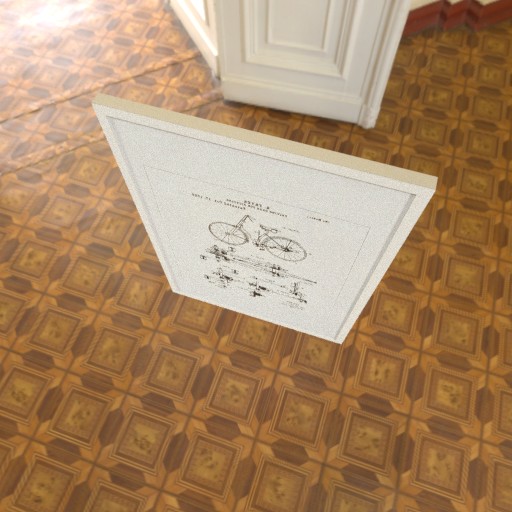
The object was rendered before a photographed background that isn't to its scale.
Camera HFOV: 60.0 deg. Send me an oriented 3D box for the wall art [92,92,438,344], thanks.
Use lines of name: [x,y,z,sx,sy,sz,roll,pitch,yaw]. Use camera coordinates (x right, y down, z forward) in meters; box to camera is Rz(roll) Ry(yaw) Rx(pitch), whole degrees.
wall art: [0.000,0.000,0.621,0.332,0.477,0.015,16,64,8]
